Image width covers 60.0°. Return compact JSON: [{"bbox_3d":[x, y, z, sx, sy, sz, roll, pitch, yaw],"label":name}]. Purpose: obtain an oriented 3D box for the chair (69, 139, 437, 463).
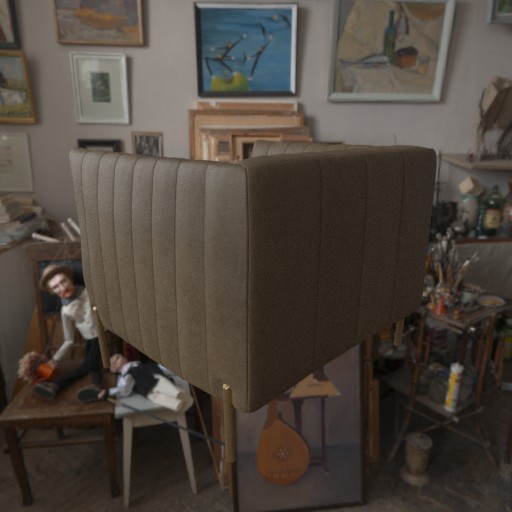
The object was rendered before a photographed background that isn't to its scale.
[{"bbox_3d":[0.000,0.000,1.595,0.981,0.779,0.876,-16,23,-42],"label":"chair"}]
